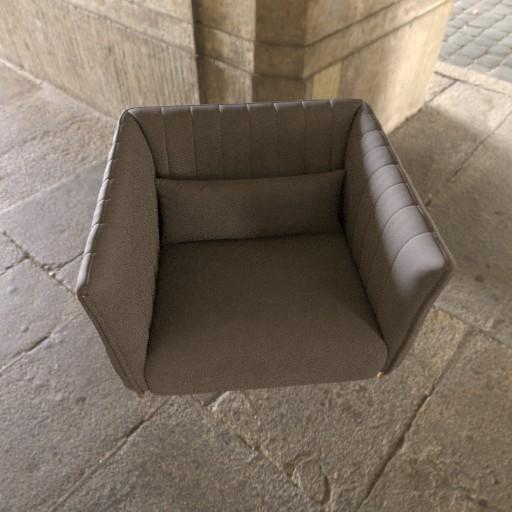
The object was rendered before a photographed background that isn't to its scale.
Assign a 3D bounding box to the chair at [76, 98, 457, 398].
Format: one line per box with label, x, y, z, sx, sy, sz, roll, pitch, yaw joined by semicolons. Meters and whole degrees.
chair;0.000;0.000;1.603;0.981;0.779;0.873;-4;47;-3
